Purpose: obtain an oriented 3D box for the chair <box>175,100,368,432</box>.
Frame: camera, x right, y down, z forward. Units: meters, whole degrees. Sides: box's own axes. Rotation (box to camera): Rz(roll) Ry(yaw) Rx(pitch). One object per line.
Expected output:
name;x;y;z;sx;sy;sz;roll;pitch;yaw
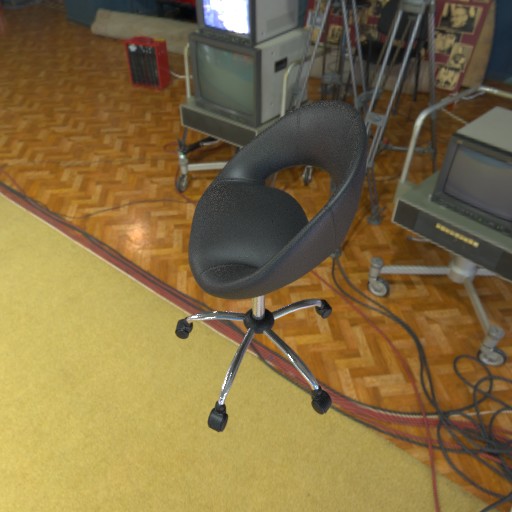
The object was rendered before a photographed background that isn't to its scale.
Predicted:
chair;0.000;0.000;1.203;0.538;0.791;0.612;-1;41;-1
